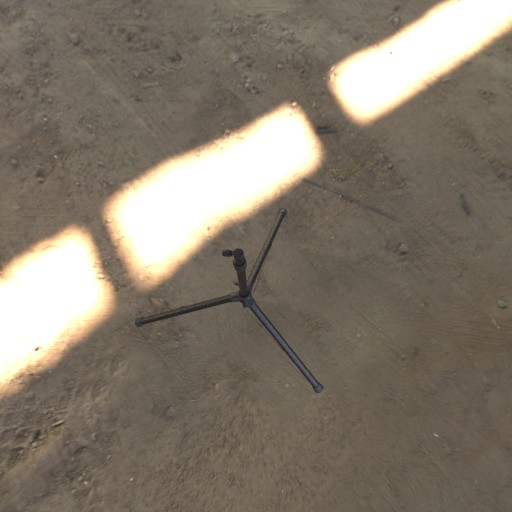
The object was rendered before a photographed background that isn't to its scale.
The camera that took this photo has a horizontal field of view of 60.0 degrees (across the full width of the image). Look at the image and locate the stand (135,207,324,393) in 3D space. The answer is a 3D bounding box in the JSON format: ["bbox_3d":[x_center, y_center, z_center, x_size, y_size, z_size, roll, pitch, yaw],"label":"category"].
[{"bbox_3d":[0.000,0.000,1.887,1.045,1.136,0.907,21,76,5],"label":"stand"}]
